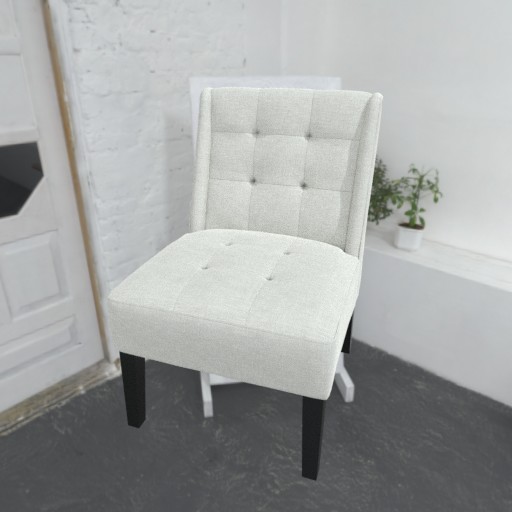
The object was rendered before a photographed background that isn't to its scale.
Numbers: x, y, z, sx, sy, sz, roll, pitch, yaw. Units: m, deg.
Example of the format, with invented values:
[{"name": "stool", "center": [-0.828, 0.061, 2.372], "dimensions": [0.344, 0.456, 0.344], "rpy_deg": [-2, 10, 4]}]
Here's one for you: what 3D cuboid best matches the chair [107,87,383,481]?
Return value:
[{"name": "chair", "center": [0.000, 0.000, 1.263], "dimensions": [0.569, 0.853, 0.676], "rpy_deg": [8, 27, 17]}]
